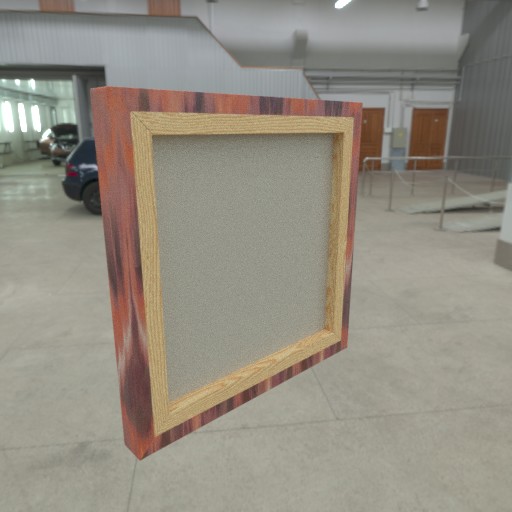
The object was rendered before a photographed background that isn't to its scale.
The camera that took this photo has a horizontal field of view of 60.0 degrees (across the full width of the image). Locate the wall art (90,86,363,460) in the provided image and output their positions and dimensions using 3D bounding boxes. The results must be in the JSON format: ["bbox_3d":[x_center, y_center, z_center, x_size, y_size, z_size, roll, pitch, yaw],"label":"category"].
[{"bbox_3d":[0.000,0.000,0.601,0.403,0.406,0.038,-15,22,-41],"label":"wall art"}]
